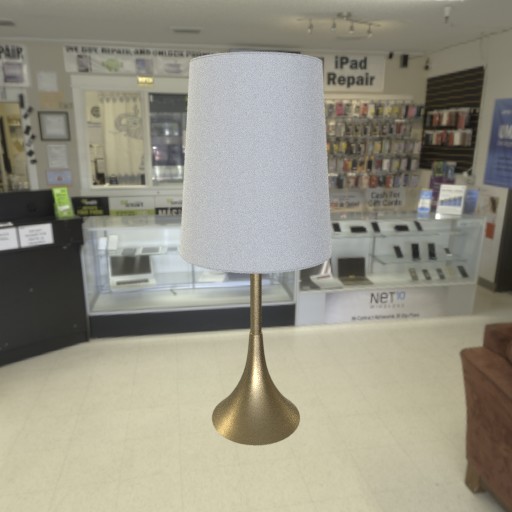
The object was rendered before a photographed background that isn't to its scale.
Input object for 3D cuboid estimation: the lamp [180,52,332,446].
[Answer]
[{"bbox_3d":[0.000,0.000,0.683,0.231,0.569,0.231,0,16,0],"label":"lamp"}]
